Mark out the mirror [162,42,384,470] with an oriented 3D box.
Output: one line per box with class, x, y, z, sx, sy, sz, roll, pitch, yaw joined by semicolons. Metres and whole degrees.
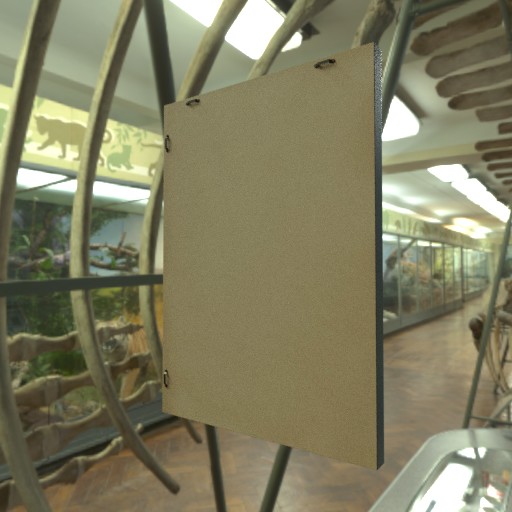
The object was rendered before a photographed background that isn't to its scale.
mirror;0.000;0.000;0.892;0.507;0.710;0.039;-1;-2;35
